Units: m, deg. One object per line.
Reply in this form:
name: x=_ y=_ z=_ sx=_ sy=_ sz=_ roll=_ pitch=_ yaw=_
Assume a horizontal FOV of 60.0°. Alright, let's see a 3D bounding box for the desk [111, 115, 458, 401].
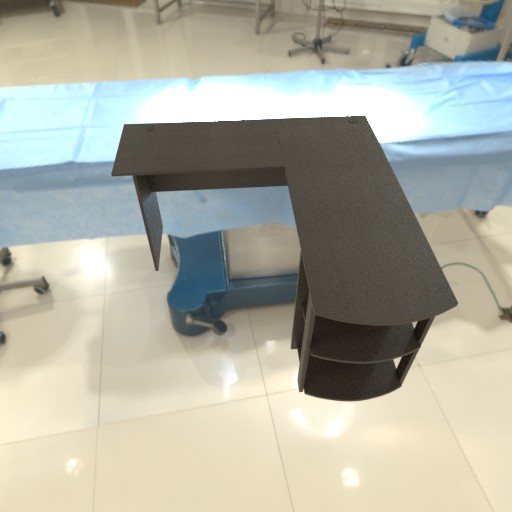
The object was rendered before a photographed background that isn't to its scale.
desk: x=0.000 y=0.000 z=2.172 sx=1.303 sy=0.716 sz=1.361 roll=-3 pitch=46 yaw=-3
